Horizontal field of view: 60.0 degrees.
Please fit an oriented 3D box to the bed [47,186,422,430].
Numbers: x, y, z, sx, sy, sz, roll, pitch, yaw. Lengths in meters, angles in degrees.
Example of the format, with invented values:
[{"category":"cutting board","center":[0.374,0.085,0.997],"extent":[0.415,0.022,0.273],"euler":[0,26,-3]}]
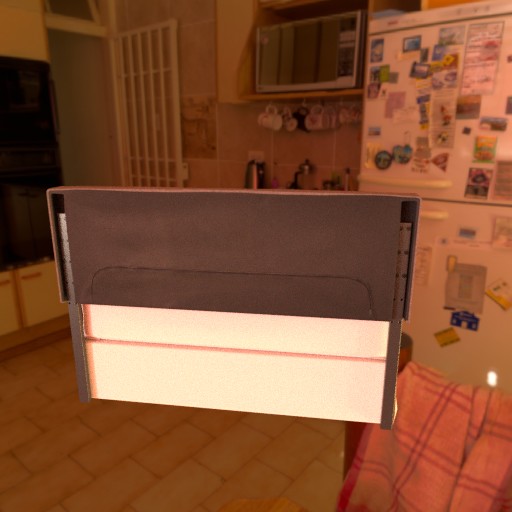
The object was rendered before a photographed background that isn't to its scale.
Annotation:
[{"category":"bed","center":[0.000,0.000,2.855],"extent":[1.610,1.089,1.894],"euler":[2,16,8]}]
